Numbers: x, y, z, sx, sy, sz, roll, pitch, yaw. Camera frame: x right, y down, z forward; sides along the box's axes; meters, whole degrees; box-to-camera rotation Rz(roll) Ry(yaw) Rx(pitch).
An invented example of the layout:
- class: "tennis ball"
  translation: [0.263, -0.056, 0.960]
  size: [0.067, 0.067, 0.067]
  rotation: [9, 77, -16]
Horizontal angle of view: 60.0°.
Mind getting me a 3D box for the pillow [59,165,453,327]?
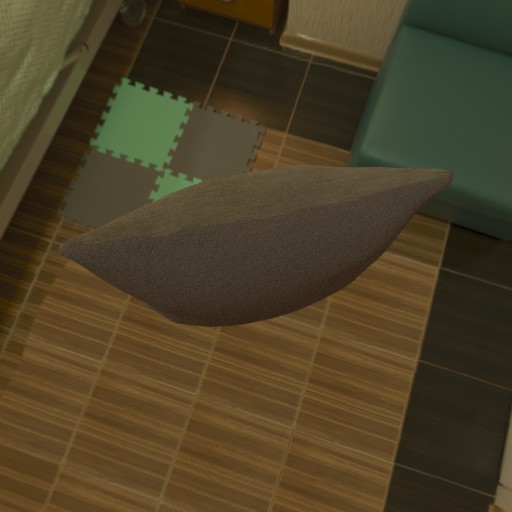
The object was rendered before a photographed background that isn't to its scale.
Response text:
- class: "pillow"
  translation: [0.000, 0.000, 0.700]
  size: [0.452, 0.439, 0.204]
  rotation: [-11, 76, -3]
